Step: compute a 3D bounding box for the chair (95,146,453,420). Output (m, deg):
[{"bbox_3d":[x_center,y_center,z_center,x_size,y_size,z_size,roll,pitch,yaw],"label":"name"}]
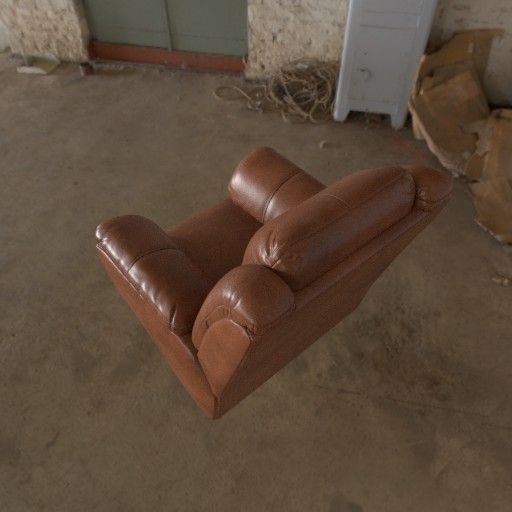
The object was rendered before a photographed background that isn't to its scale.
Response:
[{"bbox_3d":[0.000,0.000,1.859,0.990,1.093,1.041,-32,54,-27],"label":"chair"}]
